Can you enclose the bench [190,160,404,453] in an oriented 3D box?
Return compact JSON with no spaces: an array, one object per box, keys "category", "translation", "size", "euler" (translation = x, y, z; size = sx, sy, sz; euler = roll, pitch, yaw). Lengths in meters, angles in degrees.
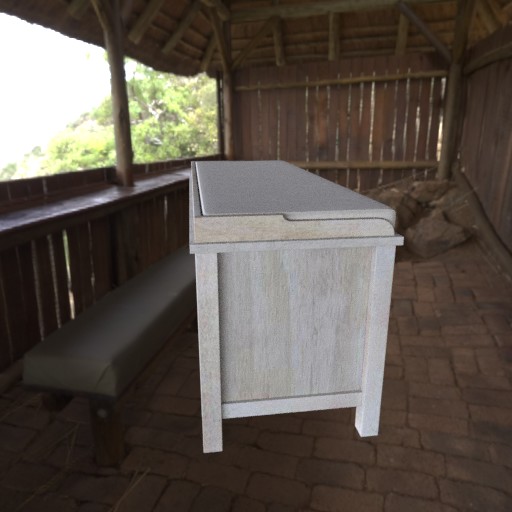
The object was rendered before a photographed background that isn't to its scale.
[{"category":"bench","translation":[0.000,0.000,1.404],"size":[0.398,0.501,1.140],"euler":[-2,17,-8]}]
